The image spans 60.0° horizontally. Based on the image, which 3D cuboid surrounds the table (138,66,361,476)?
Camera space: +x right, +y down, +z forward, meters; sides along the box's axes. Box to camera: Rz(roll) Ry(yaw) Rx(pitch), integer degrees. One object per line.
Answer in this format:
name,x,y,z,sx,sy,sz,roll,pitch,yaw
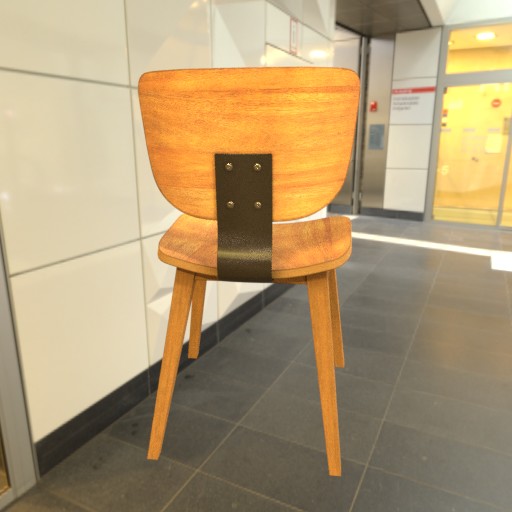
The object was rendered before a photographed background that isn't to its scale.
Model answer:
table,0.000,0.000,1.086,0.499,0.805,0.500,2,15,7
